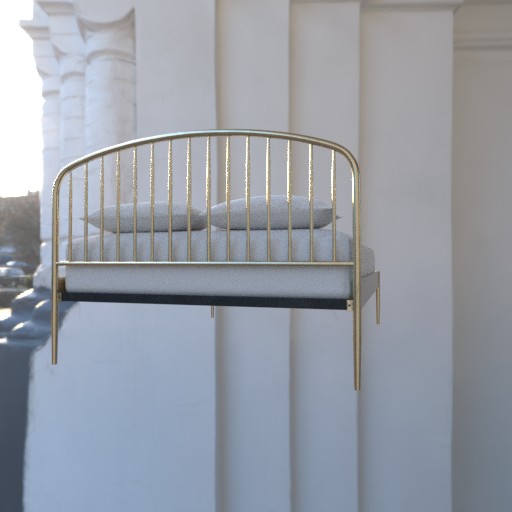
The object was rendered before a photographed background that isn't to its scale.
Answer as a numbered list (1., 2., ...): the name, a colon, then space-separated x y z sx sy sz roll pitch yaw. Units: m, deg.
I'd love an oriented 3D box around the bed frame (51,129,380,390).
1. bed frame: 0.000 0.000 3.136 1.612 1.175 2.152 0 -1 18
